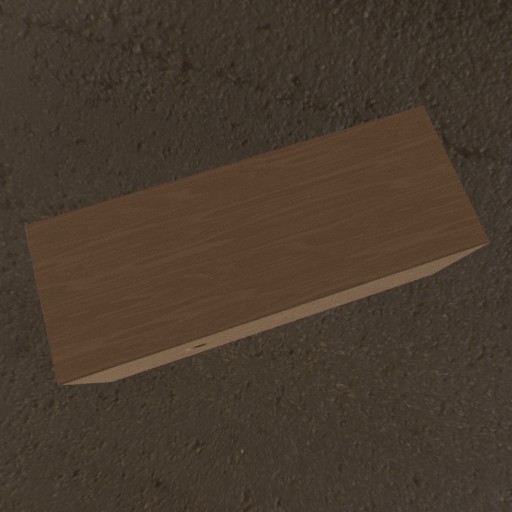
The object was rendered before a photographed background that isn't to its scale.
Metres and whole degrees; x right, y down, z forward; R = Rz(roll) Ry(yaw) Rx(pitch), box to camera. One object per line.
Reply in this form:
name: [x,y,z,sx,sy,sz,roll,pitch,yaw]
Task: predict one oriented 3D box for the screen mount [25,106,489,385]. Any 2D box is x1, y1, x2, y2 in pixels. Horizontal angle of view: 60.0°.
screen mount: [0.000,0.000,1.309,1.084,0.432,0.406,-18,76,-5]
